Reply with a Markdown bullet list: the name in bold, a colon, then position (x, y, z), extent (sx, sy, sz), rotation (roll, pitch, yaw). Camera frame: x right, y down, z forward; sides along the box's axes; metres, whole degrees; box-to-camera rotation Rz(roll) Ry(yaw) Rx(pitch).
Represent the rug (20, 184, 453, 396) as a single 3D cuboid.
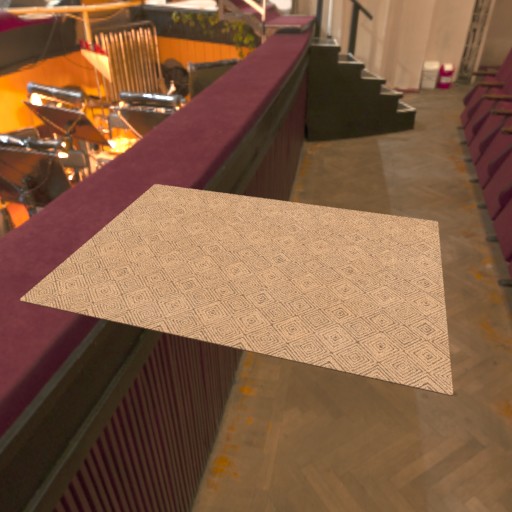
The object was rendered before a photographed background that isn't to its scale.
- **rug**: position (0.000, 0.000, 2.800), extent (2.238, 0.008, 1.593), rotation (9, 35, 14)
